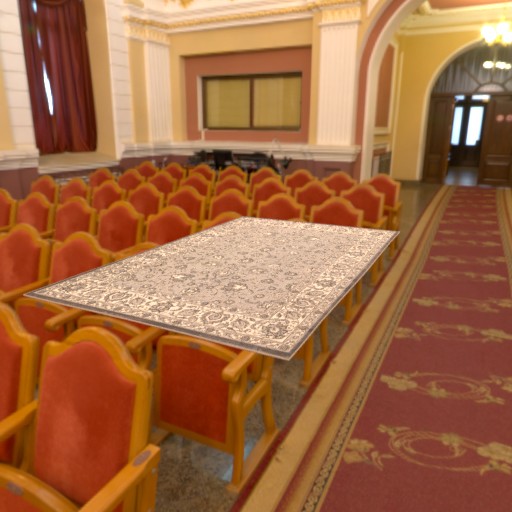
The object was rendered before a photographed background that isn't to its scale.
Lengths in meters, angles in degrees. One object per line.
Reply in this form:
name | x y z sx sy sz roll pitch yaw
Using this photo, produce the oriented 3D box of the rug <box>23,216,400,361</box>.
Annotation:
rug | 0.000 0.000 3.049 1.524 0.011 2.438 8 18 26
